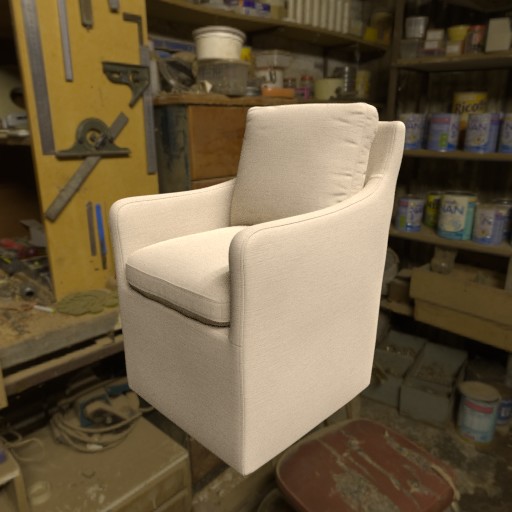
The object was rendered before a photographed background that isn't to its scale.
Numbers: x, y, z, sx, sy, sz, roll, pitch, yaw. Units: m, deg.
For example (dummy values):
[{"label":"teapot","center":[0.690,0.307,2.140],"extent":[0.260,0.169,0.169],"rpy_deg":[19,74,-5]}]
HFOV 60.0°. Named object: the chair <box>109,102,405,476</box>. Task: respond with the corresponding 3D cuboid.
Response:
[{"label":"chair","center":[0.000,0.000,1.390],"extent":[0.626,0.914,0.694],"rpy_deg":[16,23,43]}]
